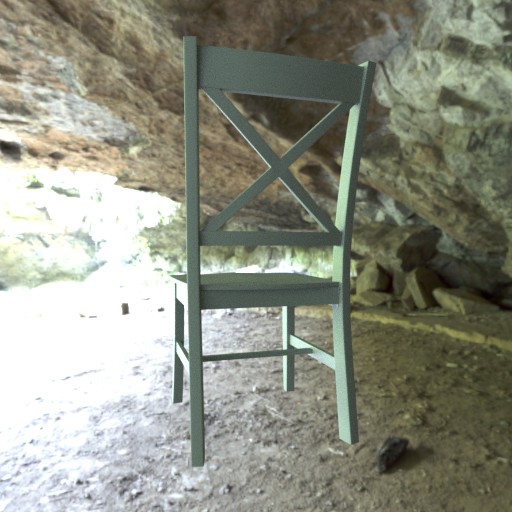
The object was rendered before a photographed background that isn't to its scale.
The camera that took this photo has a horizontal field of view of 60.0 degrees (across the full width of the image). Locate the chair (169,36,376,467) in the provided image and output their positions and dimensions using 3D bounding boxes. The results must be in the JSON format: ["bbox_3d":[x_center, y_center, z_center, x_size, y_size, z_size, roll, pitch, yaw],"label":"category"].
[{"bbox_3d":[0.000,0.000,1.294,0.485,0.983,0.542,0,1,-17],"label":"chair"}]
